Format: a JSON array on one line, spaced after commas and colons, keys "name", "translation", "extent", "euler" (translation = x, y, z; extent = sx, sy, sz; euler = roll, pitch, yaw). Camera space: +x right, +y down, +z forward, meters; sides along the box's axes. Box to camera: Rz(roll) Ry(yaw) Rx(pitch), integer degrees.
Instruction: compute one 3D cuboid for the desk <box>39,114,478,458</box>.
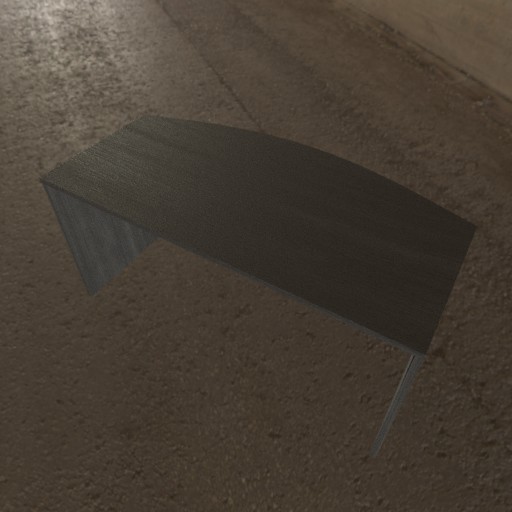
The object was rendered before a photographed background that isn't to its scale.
[{"name": "desk", "translation": [0.000, 0.000, 2.028], "extent": [1.600, 0.750, 0.802], "euler": [24, 50, 22]}]
